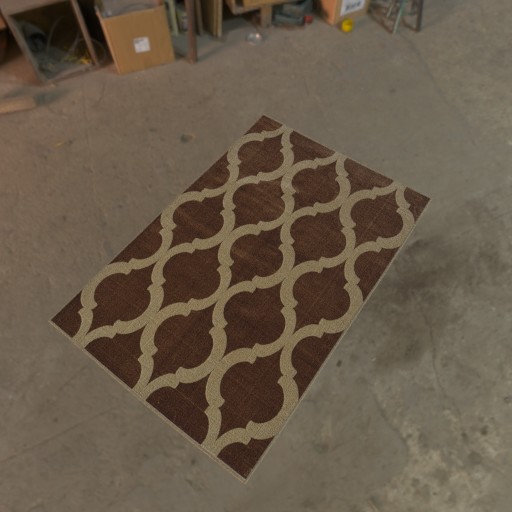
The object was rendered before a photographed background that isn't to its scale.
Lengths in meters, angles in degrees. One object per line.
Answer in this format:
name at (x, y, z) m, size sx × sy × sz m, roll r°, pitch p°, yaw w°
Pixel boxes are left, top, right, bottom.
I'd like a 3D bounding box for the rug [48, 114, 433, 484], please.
rug at (0.000, 0.000, 2.968) m, size 1.526 × 0.014 × 2.290 m, roll 32°, pitch 64°, yaw 18°
